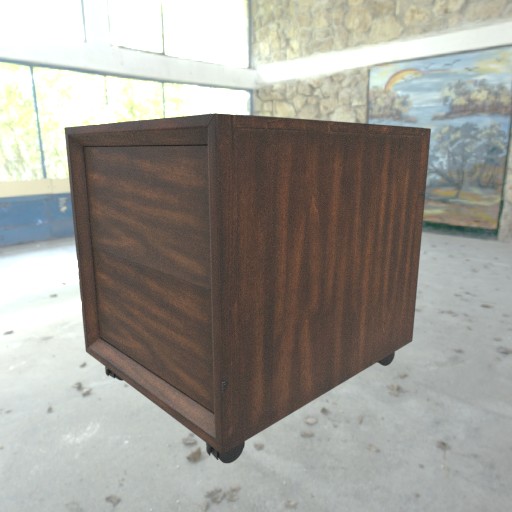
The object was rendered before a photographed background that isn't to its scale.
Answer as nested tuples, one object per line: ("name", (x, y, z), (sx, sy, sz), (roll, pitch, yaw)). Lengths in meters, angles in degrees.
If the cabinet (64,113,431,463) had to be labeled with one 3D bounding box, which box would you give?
("cabinet", (0.000, 0.000, 0.818), (0.500, 0.455, 0.402), (-13, 18, -42))
